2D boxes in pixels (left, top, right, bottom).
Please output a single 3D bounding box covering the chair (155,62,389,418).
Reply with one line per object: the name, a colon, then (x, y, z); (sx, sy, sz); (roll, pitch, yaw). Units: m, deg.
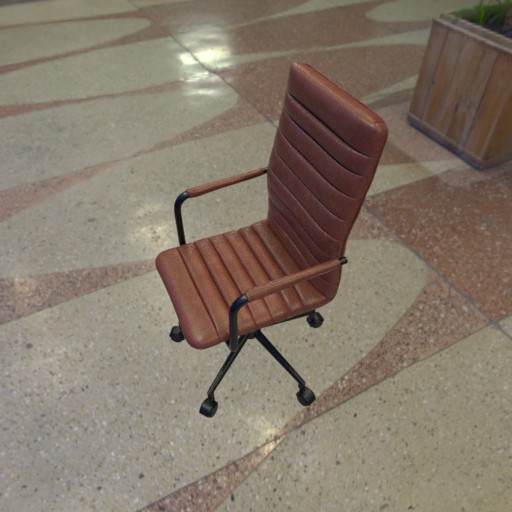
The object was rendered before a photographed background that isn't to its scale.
chair: (0.000, 0.000, 1.356); (0.580, 0.979, 0.608); (-18, 47, -17)
